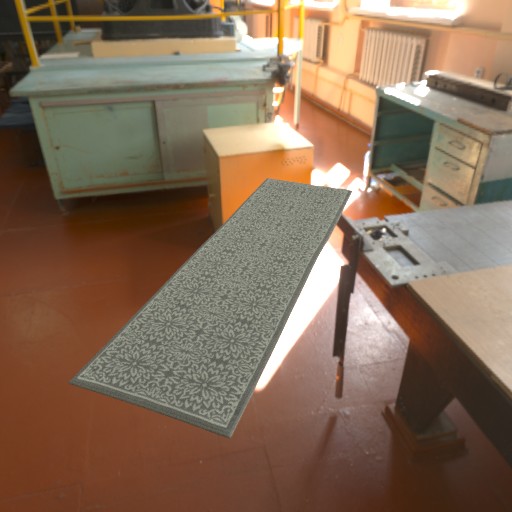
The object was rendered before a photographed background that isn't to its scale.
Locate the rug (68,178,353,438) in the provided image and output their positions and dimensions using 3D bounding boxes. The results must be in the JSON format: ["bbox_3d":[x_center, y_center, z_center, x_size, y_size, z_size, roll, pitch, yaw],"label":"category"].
[{"bbox_3d":[0.000,0.000,2.426,0.662,0.011,2.196,11,33,18],"label":"rug"}]
